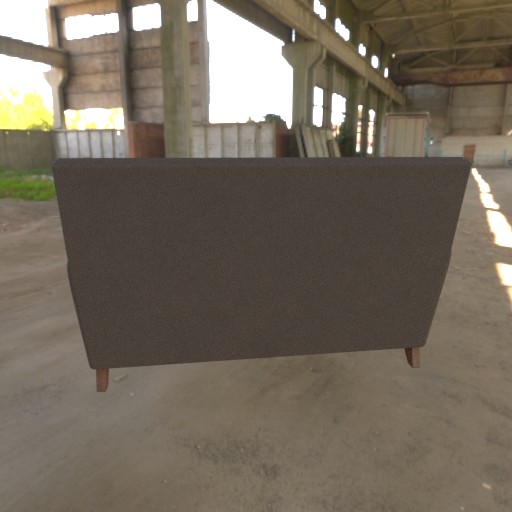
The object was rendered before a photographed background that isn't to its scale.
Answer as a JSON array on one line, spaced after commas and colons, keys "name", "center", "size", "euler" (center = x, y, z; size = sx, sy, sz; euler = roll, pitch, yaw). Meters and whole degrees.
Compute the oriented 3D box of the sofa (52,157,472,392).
[{"name": "sofa", "center": [0.000, 0.000, 1.909], "size": [1.420, 0.846, 0.871], "euler": [-2, 14, -8]}]
